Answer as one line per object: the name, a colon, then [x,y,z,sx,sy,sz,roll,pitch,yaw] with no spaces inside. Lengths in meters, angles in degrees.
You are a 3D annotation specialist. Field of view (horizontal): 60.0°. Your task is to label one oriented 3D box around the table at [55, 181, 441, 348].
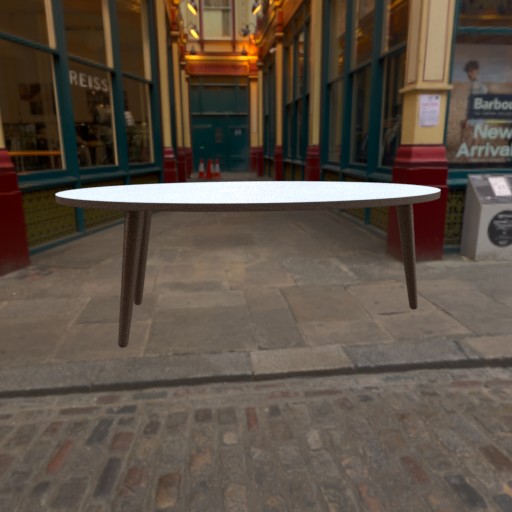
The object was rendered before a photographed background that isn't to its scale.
table: [0.000,0.000,1.316,1.083,0.390,0.542,-2,15,-7]
